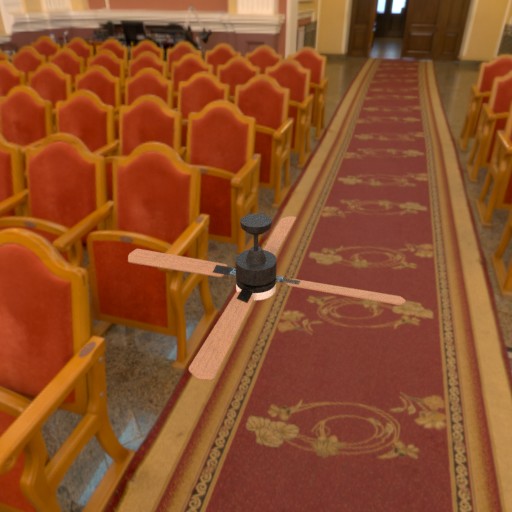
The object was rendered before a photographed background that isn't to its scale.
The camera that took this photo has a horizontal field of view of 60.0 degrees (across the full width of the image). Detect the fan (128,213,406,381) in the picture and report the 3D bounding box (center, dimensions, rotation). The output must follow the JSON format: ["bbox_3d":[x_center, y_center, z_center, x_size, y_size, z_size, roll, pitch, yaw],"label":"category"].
[{"bbox_3d":[0.000,0.000,1.982,1.320,0.355,1.320,9,32,15],"label":"fan"}]
